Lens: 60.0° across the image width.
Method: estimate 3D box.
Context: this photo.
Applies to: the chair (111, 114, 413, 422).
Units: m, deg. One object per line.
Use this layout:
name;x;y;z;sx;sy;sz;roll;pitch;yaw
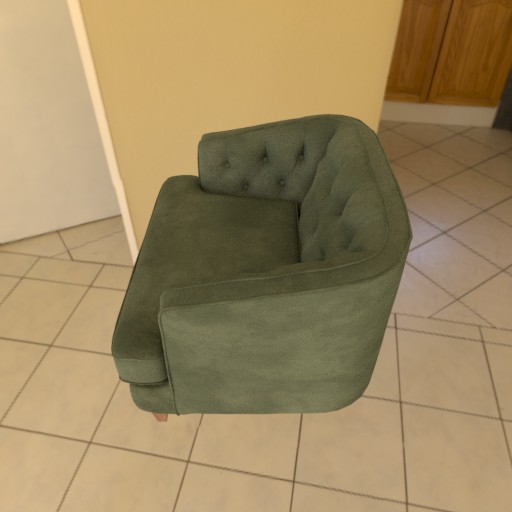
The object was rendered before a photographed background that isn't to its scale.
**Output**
chair;0.000;0.000;1.800;0.941;0.852;1.104;1;41;1
